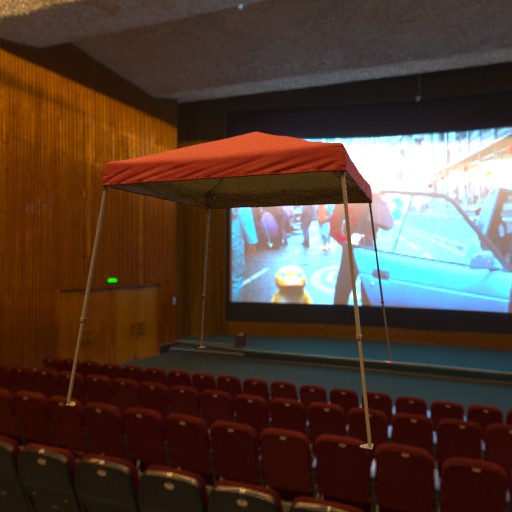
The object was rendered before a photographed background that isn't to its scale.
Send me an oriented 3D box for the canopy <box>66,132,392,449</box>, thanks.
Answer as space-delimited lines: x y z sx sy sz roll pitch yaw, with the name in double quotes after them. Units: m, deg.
0.000 0.000 6.435 3.600 3.600 3.599 0 0 20 "canopy"
